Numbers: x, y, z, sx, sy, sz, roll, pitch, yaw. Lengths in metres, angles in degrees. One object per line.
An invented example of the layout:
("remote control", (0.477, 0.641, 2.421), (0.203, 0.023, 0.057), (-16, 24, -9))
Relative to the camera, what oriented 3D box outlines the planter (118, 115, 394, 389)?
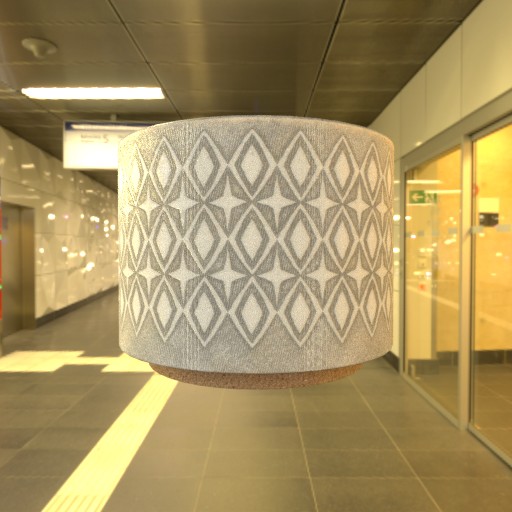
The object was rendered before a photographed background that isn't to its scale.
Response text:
("planter", (0.000, 0.000, 0.314), (0.186, 0.144, 0.186), (0, 1, 0))
